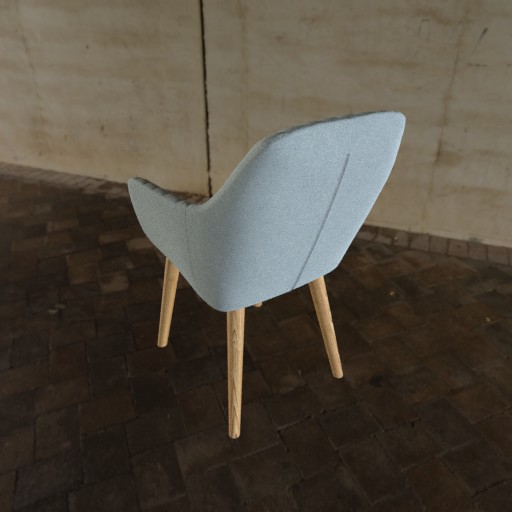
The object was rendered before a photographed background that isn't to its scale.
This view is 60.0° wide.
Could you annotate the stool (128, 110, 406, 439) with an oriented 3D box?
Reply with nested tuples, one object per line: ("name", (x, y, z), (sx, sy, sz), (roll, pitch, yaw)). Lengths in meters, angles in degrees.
("stool", (0.000, 0.000, 1.188), (0.503, 0.830, 0.590), (-19, 35, -30))
